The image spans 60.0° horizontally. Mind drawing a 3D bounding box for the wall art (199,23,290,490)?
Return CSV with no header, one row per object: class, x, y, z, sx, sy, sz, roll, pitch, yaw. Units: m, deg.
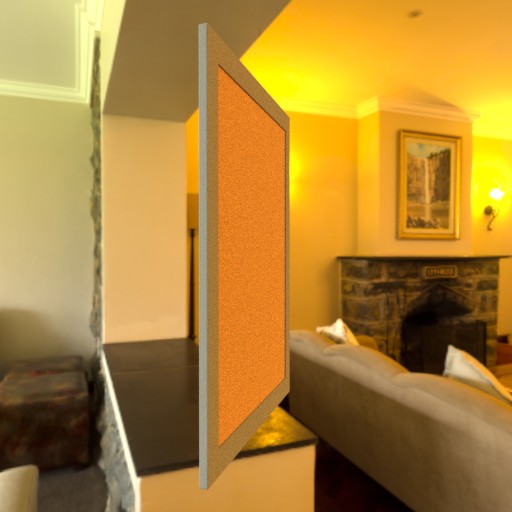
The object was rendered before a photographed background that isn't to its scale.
wall art,0.000,0.000,0.680,0.012,0.529,0.374,0,1,19
